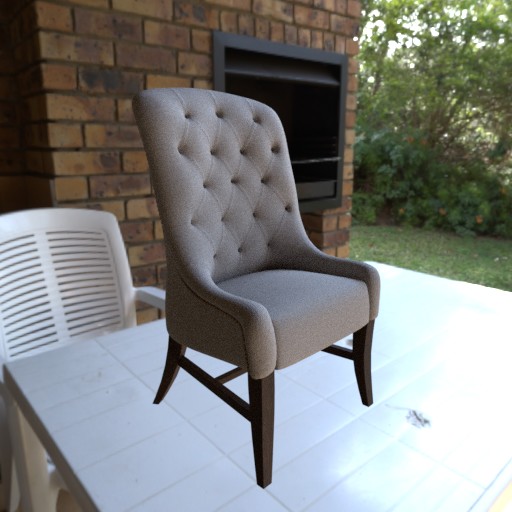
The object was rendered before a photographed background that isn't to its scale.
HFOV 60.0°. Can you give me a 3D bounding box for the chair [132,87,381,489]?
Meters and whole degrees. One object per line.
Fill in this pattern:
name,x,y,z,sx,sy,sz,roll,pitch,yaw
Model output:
chair,0.000,0.000,1.477,0.629,1.091,0.634,13,19,43
